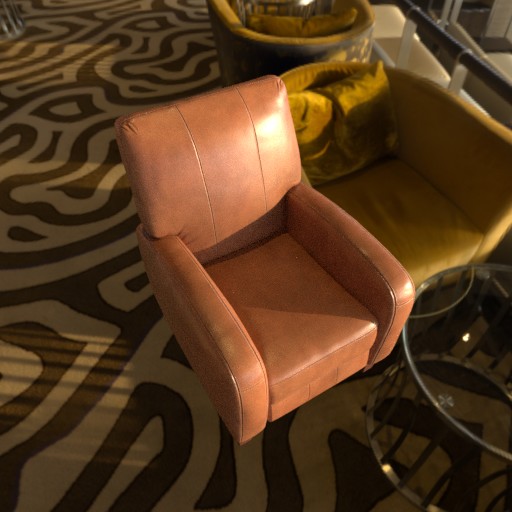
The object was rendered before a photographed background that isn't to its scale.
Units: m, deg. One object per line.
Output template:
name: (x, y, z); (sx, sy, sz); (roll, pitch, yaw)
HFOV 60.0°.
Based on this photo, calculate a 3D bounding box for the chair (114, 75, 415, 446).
chair: (0.000, 0.000, 1.698); (0.762, 0.990, 0.990); (-24, 52, -20)
